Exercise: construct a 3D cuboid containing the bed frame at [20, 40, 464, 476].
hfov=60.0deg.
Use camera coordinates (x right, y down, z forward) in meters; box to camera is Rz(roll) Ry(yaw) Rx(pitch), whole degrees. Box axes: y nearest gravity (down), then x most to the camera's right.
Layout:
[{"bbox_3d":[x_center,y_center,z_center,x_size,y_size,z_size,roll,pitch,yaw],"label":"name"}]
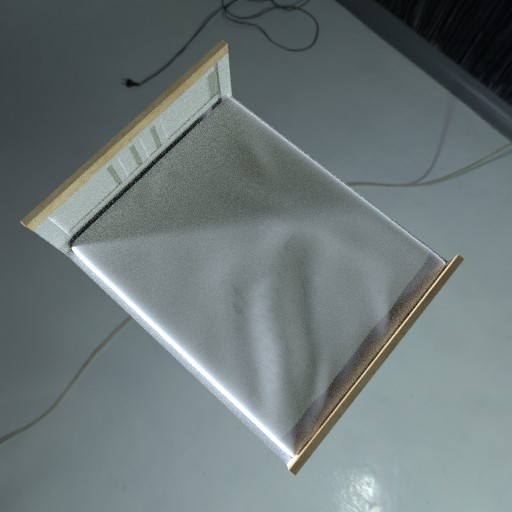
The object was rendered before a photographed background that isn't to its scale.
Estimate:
[{"bbox_3d":[0.000,0.000,2.935,2.050,0.980,1.670,40,77,11],"label":"bed frame"}]
